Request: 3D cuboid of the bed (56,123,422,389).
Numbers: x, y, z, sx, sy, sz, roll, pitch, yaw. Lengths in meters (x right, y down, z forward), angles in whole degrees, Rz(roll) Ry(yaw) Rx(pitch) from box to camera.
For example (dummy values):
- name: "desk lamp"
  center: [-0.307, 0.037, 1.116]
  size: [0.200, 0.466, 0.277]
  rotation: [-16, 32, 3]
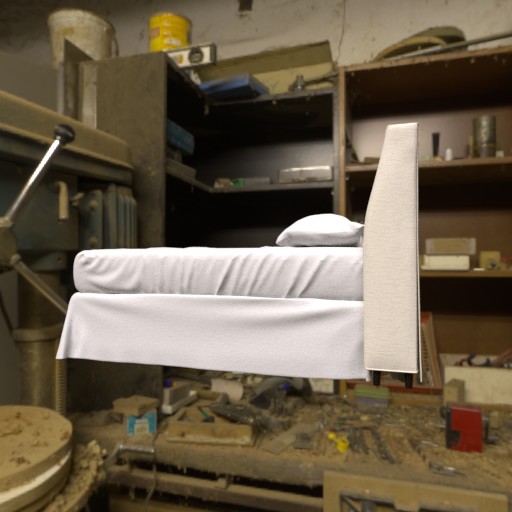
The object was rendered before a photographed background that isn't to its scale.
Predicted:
- name: "bed"
  center: [0.000, 0.000, 3.386]
  size: [2.276, 1.332, 1.925]
  rotation: [0, 0, 17]
